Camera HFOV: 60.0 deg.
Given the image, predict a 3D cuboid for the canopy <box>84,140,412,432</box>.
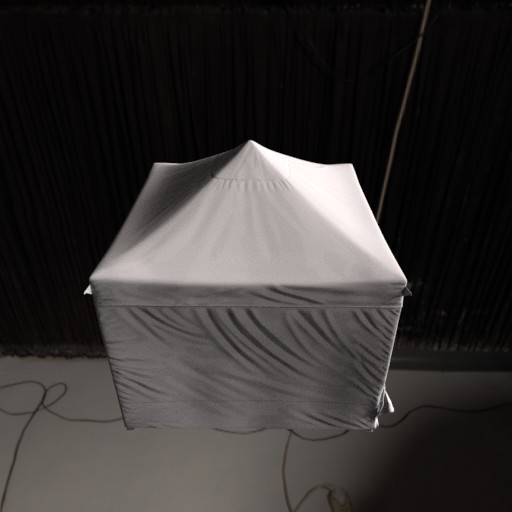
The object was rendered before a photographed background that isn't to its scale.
[{"bbox_3d":[0.000,0.000,5.623,3.121,2.997,3.043,0,33,0],"label":"canopy"}]
